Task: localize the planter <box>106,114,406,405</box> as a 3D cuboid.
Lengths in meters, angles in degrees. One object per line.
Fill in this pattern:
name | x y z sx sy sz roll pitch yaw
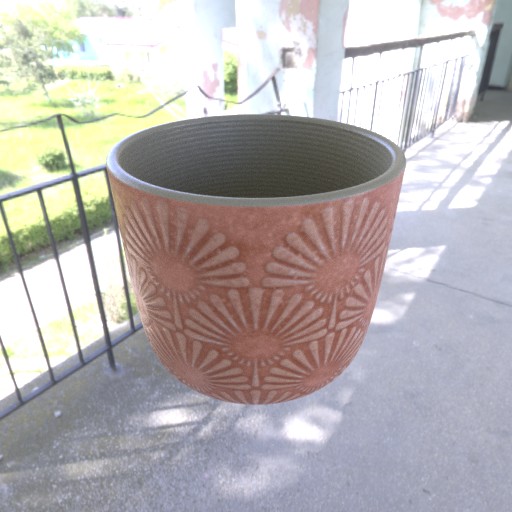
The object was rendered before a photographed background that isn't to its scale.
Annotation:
planter | 0.000 0.000 0.217 0.124 0.109 0.124 0 30 0
